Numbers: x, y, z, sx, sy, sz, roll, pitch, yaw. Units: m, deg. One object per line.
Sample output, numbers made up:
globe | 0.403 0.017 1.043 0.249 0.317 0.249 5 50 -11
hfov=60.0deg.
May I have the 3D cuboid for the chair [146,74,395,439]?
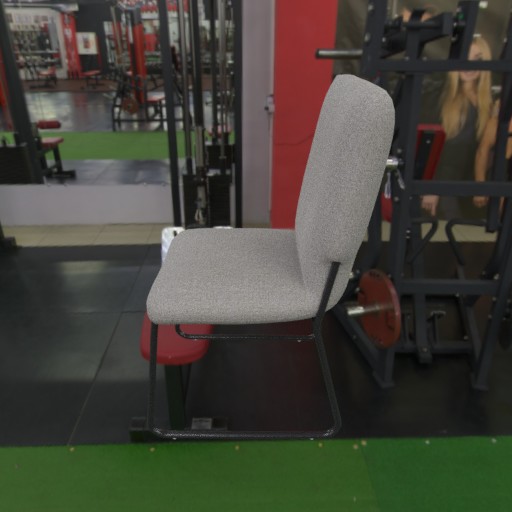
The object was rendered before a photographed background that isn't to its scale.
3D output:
chair | 0.000 0.000 1.166 0.560 0.864 0.448 0 27 0
